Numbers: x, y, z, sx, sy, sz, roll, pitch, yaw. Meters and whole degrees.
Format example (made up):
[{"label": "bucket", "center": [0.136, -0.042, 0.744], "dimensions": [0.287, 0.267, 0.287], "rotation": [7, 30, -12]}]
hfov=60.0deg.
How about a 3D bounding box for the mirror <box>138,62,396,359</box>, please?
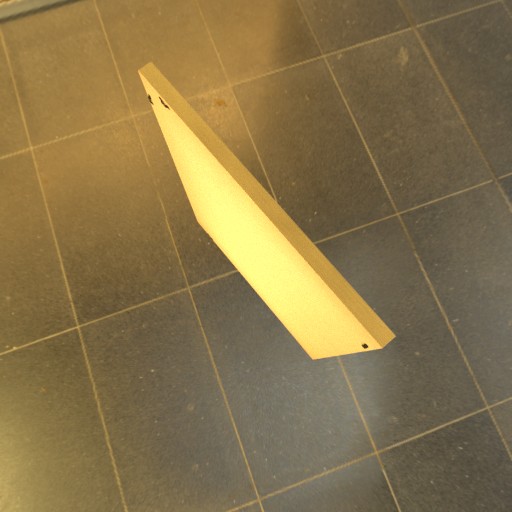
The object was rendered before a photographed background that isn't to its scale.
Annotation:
[{"label": "mirror", "center": [0.000, 0.000, 1.378], "dimensions": [0.040, 1.016, 0.762], "rotation": [-39, 79, -9]}]
